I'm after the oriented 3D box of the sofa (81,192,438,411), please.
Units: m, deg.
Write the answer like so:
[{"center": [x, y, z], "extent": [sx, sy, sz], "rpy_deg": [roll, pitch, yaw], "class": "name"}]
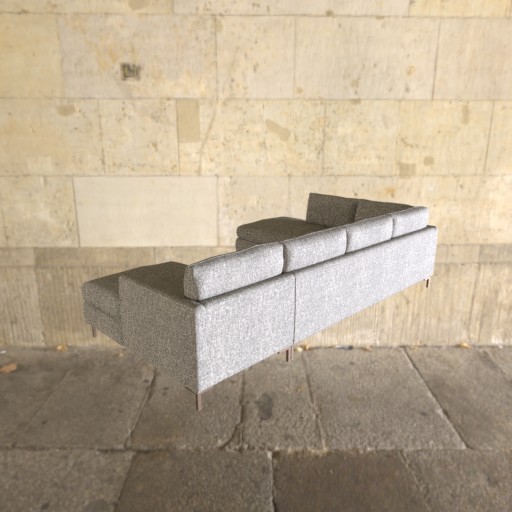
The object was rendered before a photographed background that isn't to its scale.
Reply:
[{"center": [0.000, 0.000, 3.678], "extent": [2.737, 0.756, 1.879], "rpy_deg": [-15, 22, -43], "class": "sofa"}]
